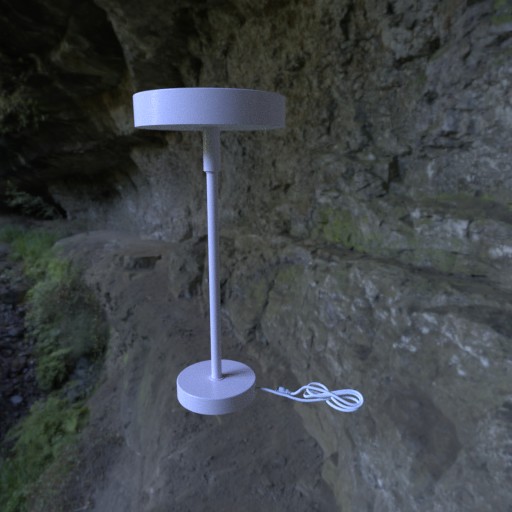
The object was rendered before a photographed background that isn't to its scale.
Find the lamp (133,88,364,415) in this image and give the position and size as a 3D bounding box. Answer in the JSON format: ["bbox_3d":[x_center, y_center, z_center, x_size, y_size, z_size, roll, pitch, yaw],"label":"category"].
[{"bbox_3d":[0.000,0.000,0.722,0.369,0.508,0.229,2,14,9],"label":"lamp"}]
